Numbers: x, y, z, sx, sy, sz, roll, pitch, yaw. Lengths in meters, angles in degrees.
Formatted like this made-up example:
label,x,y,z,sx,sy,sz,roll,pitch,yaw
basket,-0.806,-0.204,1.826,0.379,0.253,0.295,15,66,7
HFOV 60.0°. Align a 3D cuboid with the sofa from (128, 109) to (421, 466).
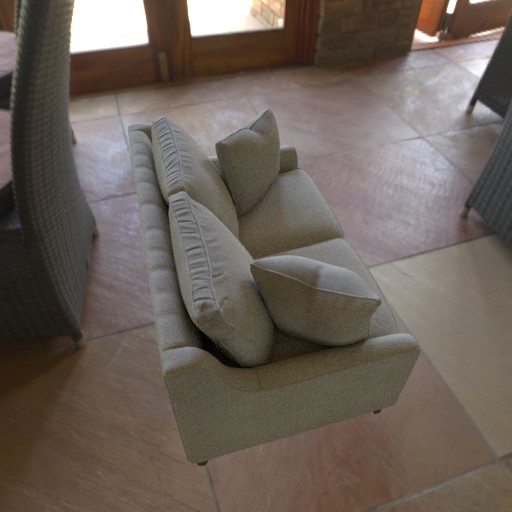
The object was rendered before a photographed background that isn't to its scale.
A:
label,x,y,z,sx,sy,sz,roll,pitch,yaw
sofa,0.000,0.000,2.000,0.915,0.863,1.422,-11,46,-11
